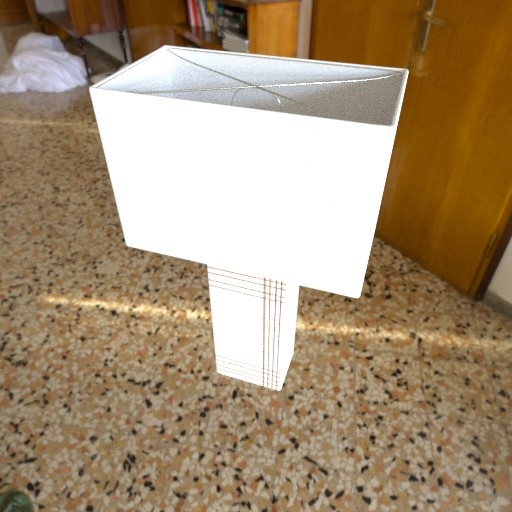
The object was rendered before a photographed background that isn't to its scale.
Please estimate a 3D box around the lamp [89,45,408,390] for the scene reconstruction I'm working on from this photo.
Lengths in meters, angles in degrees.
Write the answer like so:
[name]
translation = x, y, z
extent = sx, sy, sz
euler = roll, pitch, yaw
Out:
[lamp]
translation = 0.000, 0.000, 0.691
extent = 0.334, 0.543, 0.182
euler = 12, 41, 14
